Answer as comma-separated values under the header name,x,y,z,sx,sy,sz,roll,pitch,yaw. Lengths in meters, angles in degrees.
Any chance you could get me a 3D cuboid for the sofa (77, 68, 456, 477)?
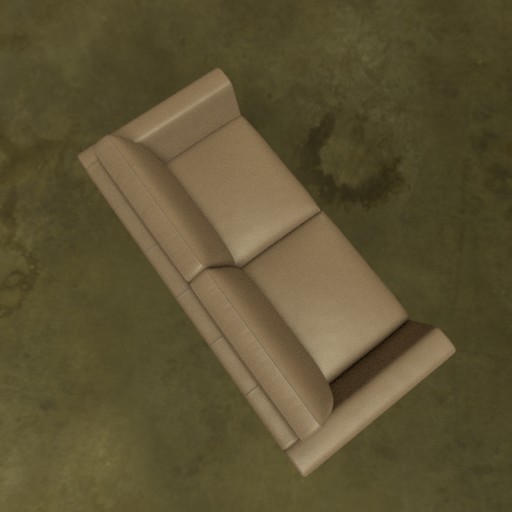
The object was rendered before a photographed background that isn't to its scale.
name,x,y,z,sx,sy,sz,roll,pitch,yaw
sofa,0.000,0.000,2.430,0.953,0.875,2.017,-36,78,-9
